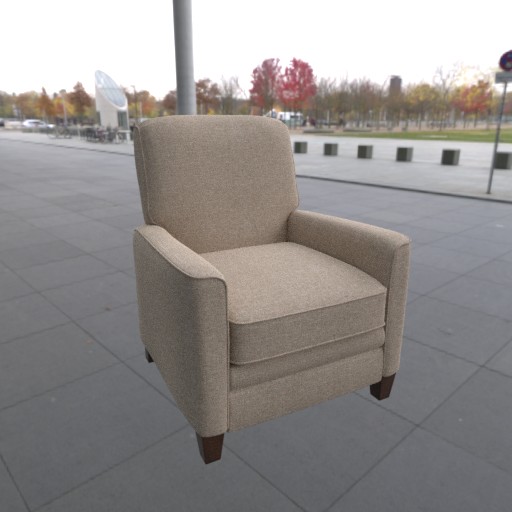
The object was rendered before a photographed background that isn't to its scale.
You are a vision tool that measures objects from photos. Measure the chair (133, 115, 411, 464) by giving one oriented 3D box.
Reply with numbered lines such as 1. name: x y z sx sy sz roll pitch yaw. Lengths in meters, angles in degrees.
1. chair: 0.000 0.000 1.689 0.841 1.028 0.858 -9 19 -26
